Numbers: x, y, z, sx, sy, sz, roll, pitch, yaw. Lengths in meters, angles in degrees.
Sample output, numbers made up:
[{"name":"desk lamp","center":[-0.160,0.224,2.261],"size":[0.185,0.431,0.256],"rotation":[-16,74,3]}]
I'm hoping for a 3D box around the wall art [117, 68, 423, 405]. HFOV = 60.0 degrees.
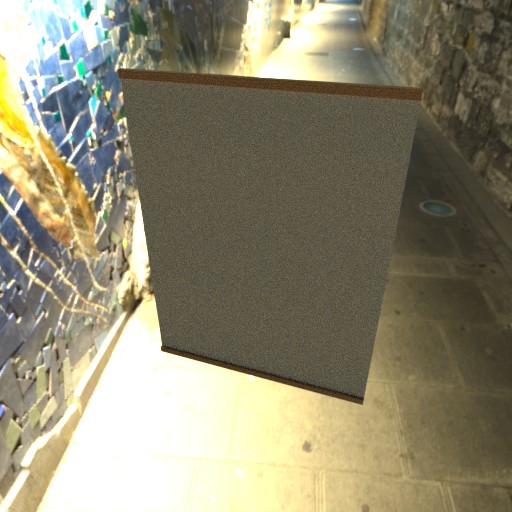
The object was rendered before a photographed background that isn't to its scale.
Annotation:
[{"name":"wall art","center":[0.000,0.000,0.798],"size":[0.458,0.605,0.011],"rotation":[11,34,16]}]
